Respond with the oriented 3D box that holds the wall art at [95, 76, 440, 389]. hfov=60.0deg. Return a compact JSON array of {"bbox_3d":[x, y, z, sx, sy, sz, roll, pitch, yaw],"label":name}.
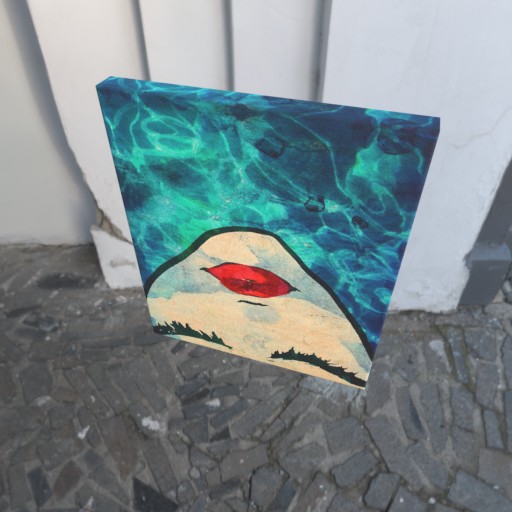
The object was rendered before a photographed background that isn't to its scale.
[{"bbox_3d":[0.000,0.000,0.712,0.432,0.508,0.038,12,43,13],"label":"wall art"}]
